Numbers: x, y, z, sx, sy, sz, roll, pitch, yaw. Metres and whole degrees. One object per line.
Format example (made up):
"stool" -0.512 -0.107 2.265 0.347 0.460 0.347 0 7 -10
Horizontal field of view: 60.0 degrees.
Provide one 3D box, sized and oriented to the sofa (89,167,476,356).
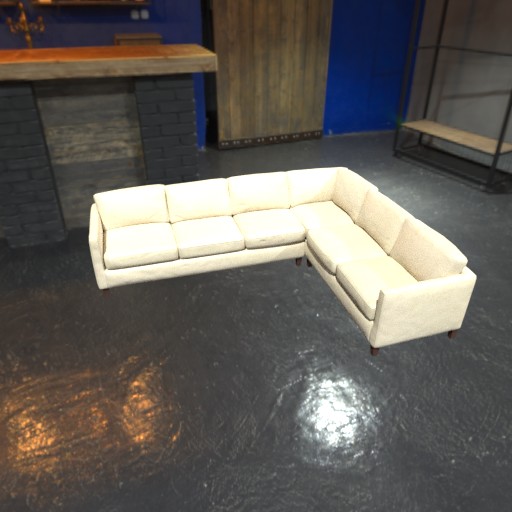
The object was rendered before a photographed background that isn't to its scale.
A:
"sofa" 0.000 0.000 4.614 3.302 0.947 2.593 -9 32 -14
